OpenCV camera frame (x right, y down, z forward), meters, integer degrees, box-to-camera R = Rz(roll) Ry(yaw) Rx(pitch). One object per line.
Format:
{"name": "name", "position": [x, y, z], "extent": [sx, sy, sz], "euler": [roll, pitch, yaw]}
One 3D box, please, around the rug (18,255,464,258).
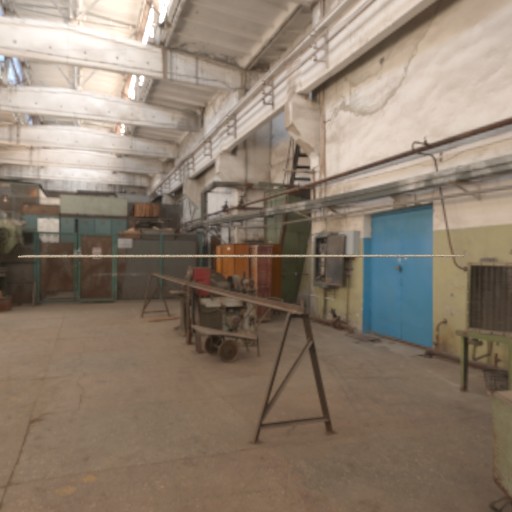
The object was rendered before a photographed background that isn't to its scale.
{"name": "rug", "position": [0.000, 0.000, 2.406], "extent": [2.196, 0.011, 0.662], "euler": [0, 0, -18]}
